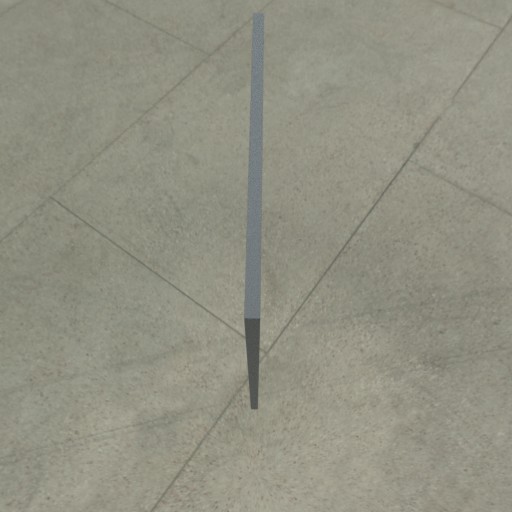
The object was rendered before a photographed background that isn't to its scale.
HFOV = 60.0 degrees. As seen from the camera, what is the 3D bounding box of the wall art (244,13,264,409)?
[{"bbox_3d":[0.000,0.000,0.680,0.013,0.534,0.380,1,64,0],"label":"wall art"}]
